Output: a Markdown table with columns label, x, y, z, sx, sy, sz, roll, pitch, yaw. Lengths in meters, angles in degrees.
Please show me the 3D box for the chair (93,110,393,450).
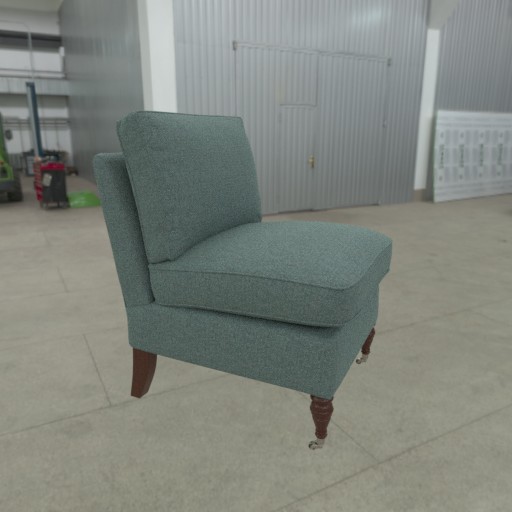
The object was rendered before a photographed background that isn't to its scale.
| label | x | y | z | sx | sy | sz | roll | pitch | yaw |
| --- | --- | --- | --- | --- | --- | --- | --- | --- | --- |
| chair | 0.000 | 0.000 | 1.461 | 0.796 | 0.901 | 0.624 | 7 | 17 | 25 |
